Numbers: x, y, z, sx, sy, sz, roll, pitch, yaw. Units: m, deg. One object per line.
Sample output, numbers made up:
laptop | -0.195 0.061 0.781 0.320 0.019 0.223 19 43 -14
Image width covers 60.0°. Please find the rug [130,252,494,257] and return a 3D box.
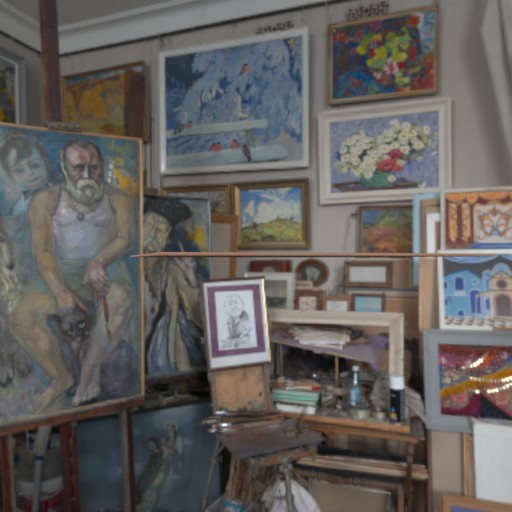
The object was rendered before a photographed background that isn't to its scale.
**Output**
rug | 0.000 0.000 2.975 1.523 0.014 2.438 0 0 -18
